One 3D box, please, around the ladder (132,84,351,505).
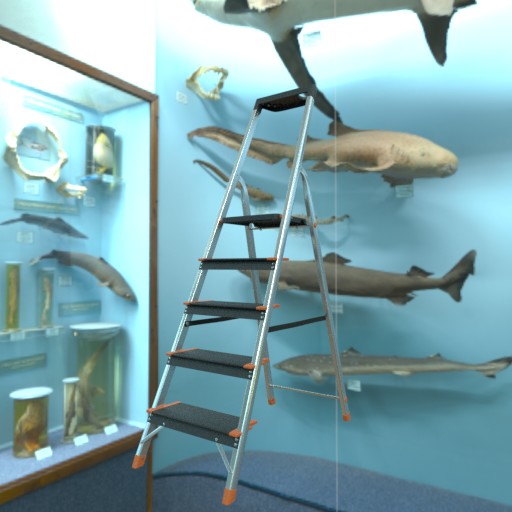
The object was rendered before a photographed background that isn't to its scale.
[{"bbox_3d":[0.000,0.000,1.997,0.480,1.646,0.995,-1,-2,35],"label":"ladder"}]
